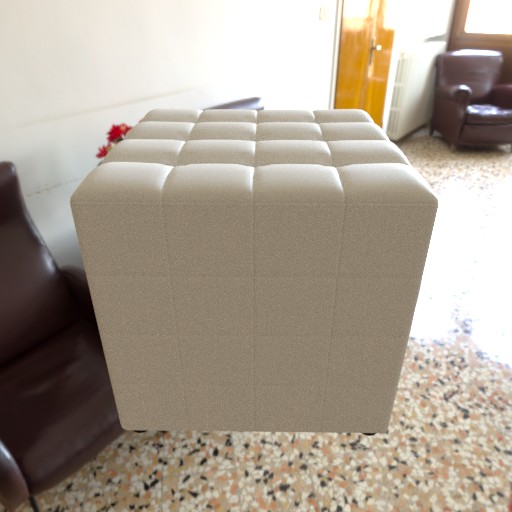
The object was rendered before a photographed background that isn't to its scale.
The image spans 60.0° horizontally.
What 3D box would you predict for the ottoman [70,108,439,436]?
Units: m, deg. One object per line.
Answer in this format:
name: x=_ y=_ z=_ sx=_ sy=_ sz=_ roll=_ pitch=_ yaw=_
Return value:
ottoman: x=0.000 y=0.000 z=0.783 sx=0.425 sy=0.432 sz=0.425 roll=0 pitch=30 yaw=1
